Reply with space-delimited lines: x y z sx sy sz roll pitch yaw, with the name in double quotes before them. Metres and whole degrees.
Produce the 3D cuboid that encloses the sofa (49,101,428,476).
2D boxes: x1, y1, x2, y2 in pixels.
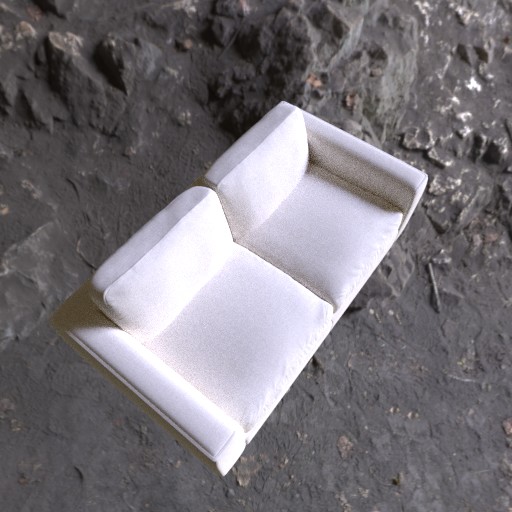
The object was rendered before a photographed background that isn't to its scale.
"sofa" 0.000 0.000 2.430 1.069 0.801 1.920 34 65 18
